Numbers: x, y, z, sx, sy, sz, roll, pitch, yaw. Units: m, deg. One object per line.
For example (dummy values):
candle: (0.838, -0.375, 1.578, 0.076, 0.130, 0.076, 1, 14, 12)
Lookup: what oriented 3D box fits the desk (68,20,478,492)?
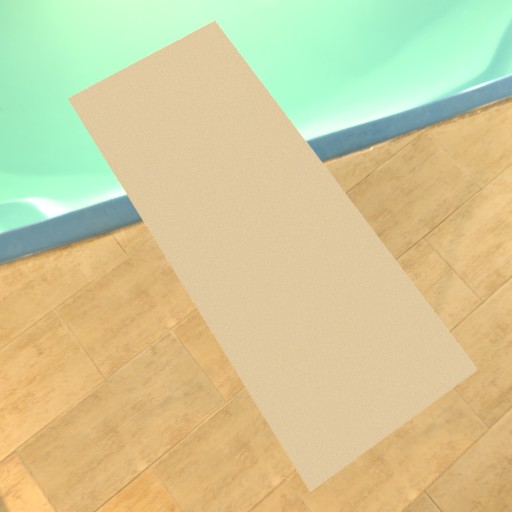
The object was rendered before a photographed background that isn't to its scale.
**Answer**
desk: (0.000, 0.000, 1.694, 0.559, 0.774, 1.372, -32, 77, -8)
